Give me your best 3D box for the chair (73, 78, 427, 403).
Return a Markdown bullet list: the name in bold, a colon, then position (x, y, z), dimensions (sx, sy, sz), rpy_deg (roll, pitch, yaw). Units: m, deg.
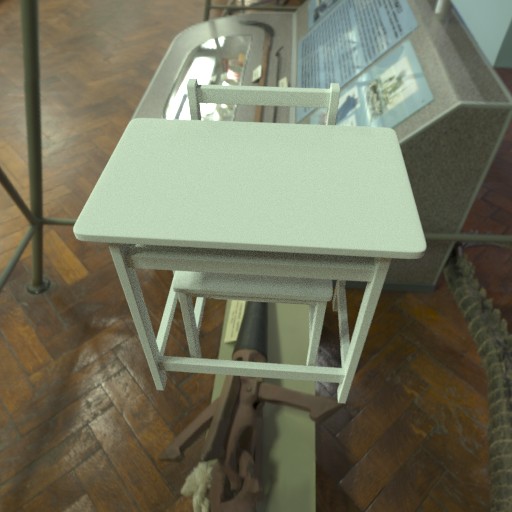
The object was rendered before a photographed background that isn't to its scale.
- **chair**: position (0.000, 0.000, 1.088), dimensions (0.599, 0.673, 0.461), rpy_deg (3, 46, 3)
